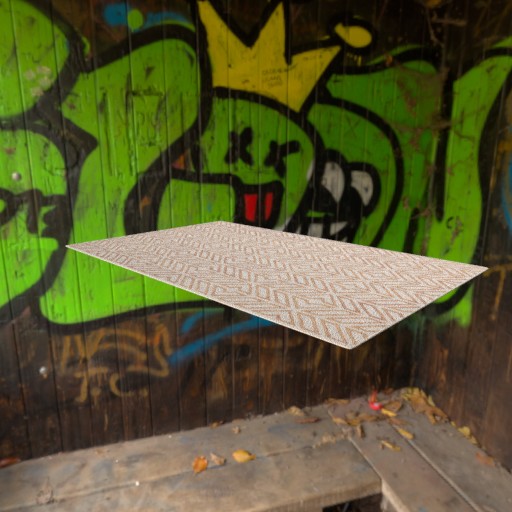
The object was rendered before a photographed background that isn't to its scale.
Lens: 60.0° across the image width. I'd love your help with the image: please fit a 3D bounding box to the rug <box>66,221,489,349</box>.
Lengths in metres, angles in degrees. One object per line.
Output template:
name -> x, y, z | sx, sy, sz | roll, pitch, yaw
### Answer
rug -> 0.000, 0.000, 2.959 | 2.438, 0.008, 1.523 | 13, 19, 43
